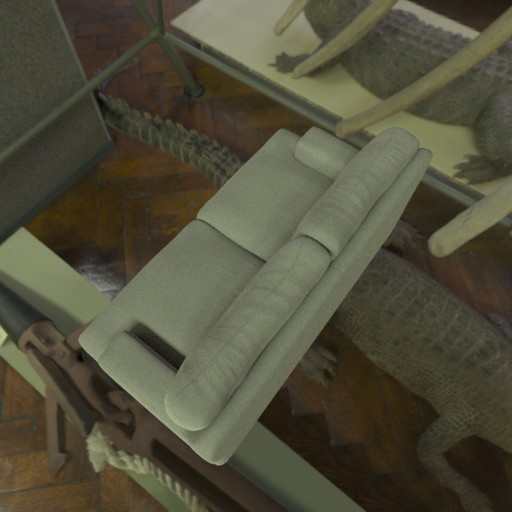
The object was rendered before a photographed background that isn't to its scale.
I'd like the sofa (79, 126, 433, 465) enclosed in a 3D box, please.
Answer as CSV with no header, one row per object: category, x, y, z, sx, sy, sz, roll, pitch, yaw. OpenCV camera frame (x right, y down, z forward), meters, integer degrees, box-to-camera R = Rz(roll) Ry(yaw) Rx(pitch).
sofa,0.000,0.000,2.377,0.962,0.980,1.855,34,68,16
